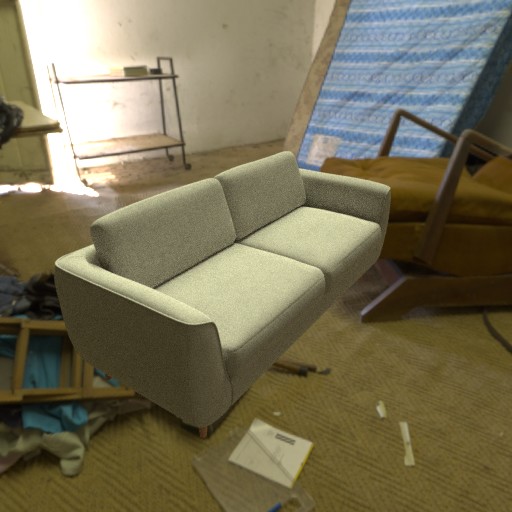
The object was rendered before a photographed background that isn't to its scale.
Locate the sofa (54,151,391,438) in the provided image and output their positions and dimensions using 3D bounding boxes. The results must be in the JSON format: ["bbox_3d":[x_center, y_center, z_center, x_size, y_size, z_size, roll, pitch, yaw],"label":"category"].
[{"bbox_3d":[0.000,0.000,2.494,0.920,0.850,2.000,17,31,31],"label":"sofa"}]
